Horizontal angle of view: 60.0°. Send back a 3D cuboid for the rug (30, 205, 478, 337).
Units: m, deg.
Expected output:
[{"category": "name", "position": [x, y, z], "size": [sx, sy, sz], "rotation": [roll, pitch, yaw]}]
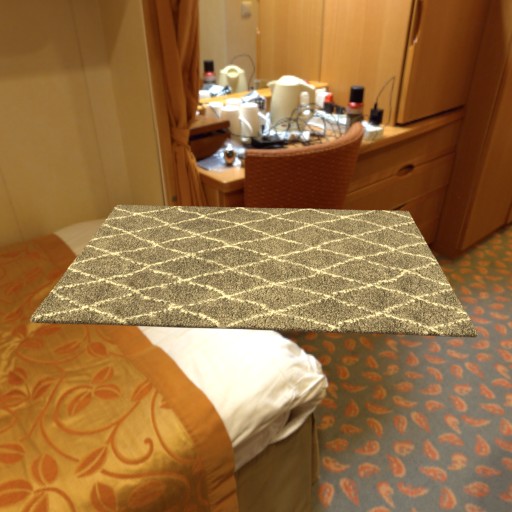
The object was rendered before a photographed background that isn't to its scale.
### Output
[{"category": "rug", "position": [0.000, 0.000, 3.047], "size": [2.438, 0.030, 1.524], "rotation": [1, 31, 2]}]
